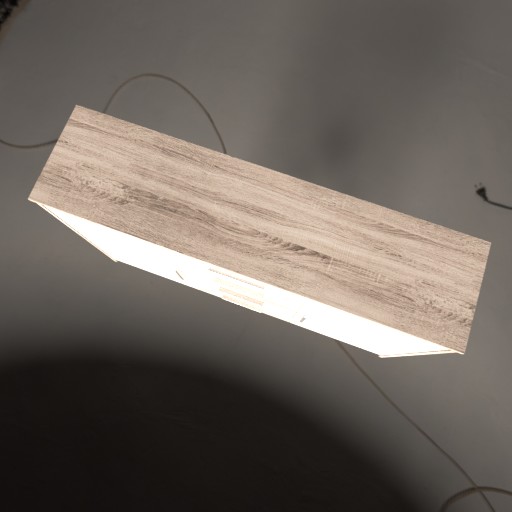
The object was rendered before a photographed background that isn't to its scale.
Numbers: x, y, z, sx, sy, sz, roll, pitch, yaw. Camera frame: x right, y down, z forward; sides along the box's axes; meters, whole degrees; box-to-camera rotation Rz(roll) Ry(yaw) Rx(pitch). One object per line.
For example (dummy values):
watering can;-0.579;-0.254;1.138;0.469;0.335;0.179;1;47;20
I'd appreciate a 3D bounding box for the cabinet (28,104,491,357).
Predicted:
cabinet;0.000;0.000;1.858;1.450;0.900;0.380;19;77;5
